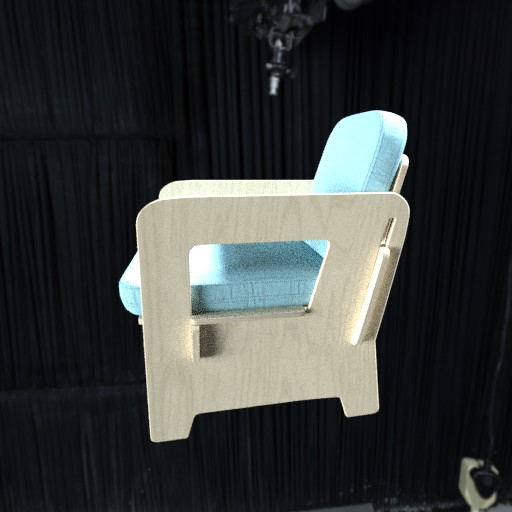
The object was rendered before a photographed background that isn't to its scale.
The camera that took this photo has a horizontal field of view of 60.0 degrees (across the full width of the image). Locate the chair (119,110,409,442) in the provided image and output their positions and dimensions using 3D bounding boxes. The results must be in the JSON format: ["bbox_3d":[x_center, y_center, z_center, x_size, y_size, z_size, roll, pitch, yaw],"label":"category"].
[{"bbox_3d":[0.000,0.000,1.292,0.710,0.800,0.590,-2,13,-7],"label":"chair"}]
